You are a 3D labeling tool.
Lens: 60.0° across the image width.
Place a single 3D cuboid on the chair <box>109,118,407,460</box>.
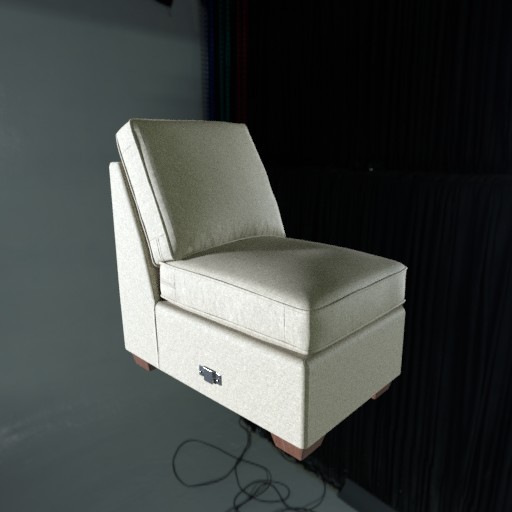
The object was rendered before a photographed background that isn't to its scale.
[{"bbox_3d":[0.000,0.000,1.762,1.020,1.058,0.674,13,19,42],"label":"chair"}]
